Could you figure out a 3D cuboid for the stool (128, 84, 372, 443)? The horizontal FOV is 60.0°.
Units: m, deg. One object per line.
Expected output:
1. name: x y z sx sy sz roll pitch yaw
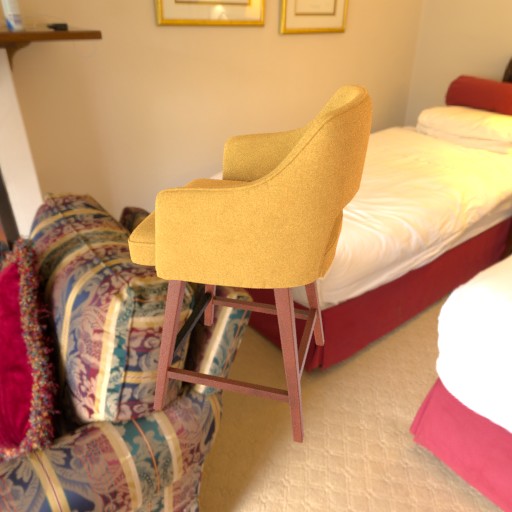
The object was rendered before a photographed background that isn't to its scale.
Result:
1. stool: 0.000 0.000 1.290 0.558 0.924 0.548 8 30 13
